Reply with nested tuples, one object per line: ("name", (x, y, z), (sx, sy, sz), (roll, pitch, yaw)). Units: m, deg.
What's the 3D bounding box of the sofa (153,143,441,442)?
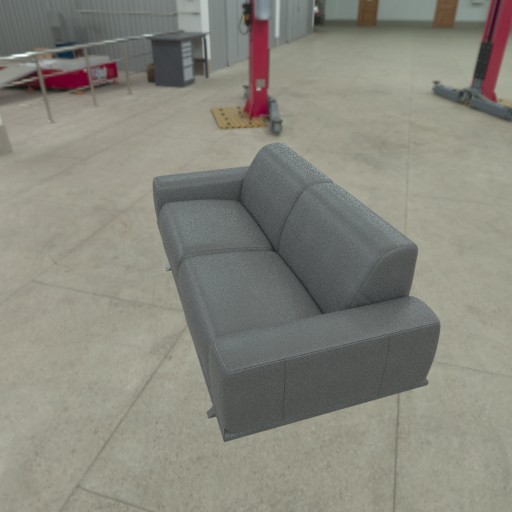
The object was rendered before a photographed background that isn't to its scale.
("sofa", (0.000, 0.000, 2.393), (0.900, 0.772, 1.901), (-10, 32, -16))
